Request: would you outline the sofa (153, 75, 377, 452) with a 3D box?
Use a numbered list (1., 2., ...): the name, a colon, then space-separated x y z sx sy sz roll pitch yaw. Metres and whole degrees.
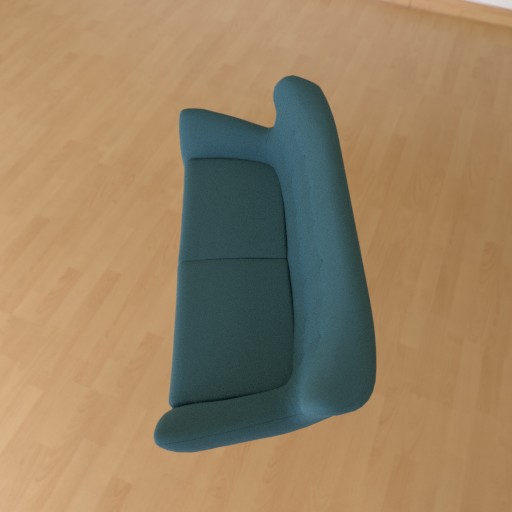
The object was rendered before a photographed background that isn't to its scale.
1. sofa: 0.000 0.000 2.344 0.889 0.890 1.930 -2 58 -1
